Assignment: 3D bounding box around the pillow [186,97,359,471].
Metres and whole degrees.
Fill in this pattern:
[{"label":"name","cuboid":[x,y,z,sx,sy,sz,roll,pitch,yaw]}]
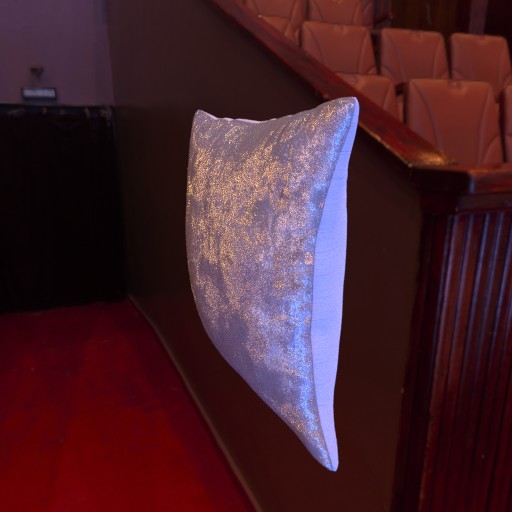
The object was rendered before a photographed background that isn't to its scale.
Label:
[{"label":"pillow","cuboid":[0.000,0.000,0.712,0.175,0.464,0.470,-8,18,-25]}]
